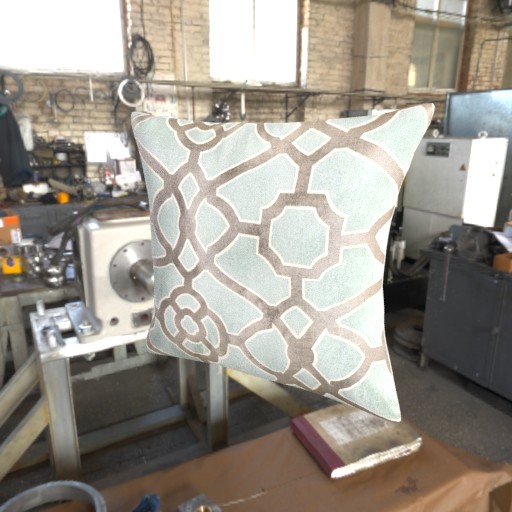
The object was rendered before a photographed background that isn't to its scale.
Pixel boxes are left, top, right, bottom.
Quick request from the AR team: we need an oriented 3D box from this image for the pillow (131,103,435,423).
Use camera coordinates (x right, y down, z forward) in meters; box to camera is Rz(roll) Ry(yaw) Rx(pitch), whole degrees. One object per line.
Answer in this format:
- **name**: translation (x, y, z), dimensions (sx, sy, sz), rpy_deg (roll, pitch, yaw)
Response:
- **pillow**: translation (0.000, 0.000, 0.799), dimensions (0.552, 0.508, 0.166), rpy_deg (8, 18, 27)
